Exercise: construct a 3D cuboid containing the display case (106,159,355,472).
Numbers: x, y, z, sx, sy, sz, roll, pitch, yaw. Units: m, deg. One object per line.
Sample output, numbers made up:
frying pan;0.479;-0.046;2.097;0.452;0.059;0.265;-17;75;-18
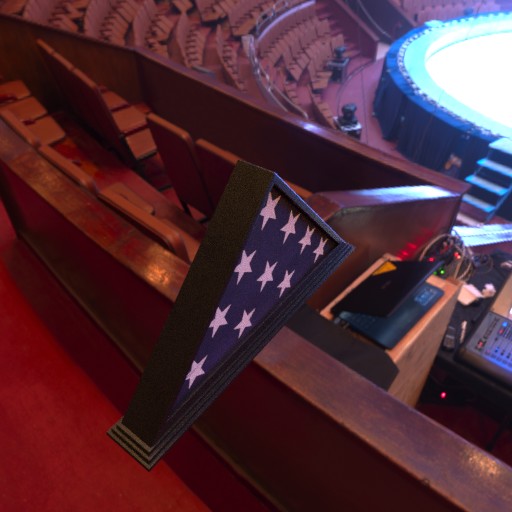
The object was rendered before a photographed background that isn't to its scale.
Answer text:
display case;0.000;0.000;0.749;0.095;0.340;0.640;26;46;27
